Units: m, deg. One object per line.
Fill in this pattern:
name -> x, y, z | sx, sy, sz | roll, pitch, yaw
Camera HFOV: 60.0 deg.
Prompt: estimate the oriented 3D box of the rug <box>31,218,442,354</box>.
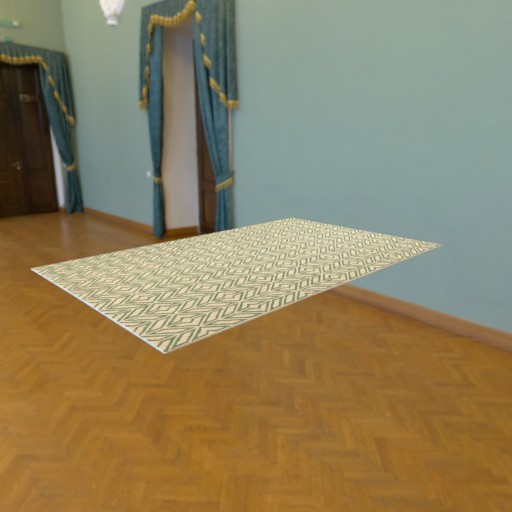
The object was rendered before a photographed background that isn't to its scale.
rug -> 0.000, 0.000, 3.046 | 2.435, 0.011, 1.517 | -15, 21, -42
